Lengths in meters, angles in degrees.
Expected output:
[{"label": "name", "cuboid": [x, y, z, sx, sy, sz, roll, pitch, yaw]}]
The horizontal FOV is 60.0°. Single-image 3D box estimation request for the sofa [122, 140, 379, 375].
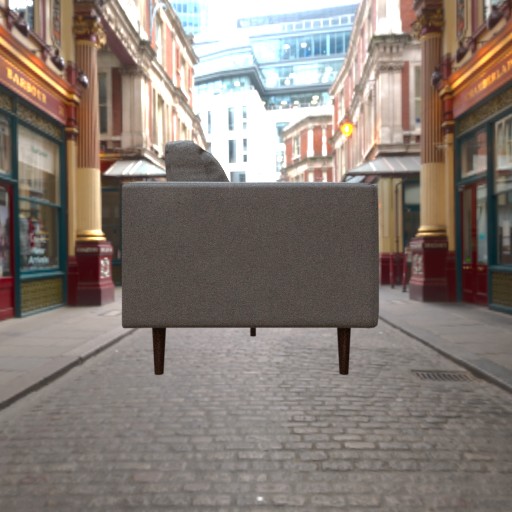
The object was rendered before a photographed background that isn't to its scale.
[{"label": "sofa", "cuboid": [0.000, 0.000, 2.536, 0.944, 0.918, 1.983, 0, 0, 0]}]
